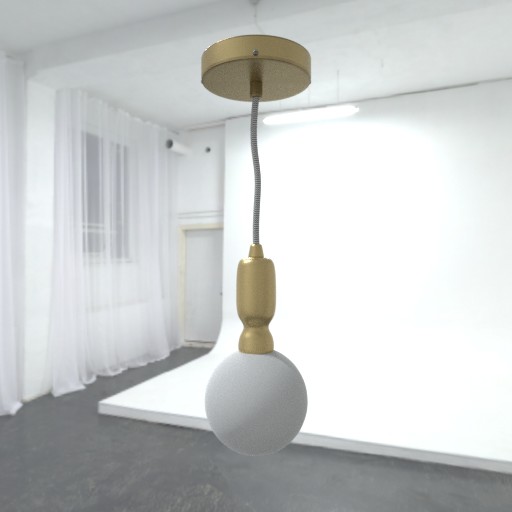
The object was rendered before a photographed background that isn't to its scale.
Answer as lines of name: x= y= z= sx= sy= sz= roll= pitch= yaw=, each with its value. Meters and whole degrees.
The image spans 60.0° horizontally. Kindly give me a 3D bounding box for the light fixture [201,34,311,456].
light fixture: x=0.000 y=0.000 z=0.579 sx=0.147 sy=0.510 sz=0.146 roll=0 pitch=-1 yaw=1
